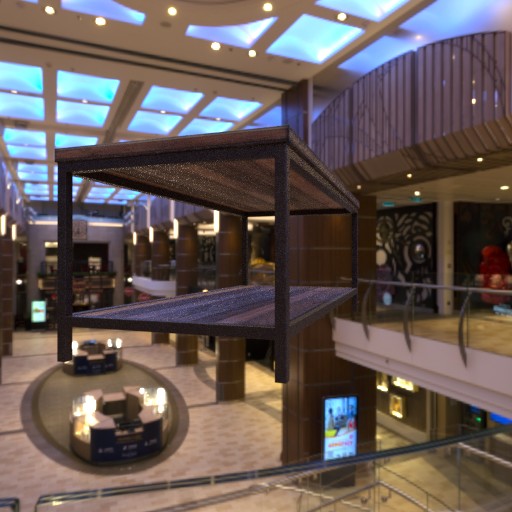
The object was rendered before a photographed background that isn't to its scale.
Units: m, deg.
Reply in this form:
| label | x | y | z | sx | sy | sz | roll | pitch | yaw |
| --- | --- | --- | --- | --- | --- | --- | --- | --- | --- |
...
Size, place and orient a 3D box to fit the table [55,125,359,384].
| label | x | y | z | sx | sy | sz | roll | pitch | yaw |
| --- | --- | --- | --- | --- | --- | --- | --- | --- | --- |
| table | 0.000 | 0.000 | 1.220 | 0.452 | 0.399 | 0.990 | 0 | 0 | 19 |
